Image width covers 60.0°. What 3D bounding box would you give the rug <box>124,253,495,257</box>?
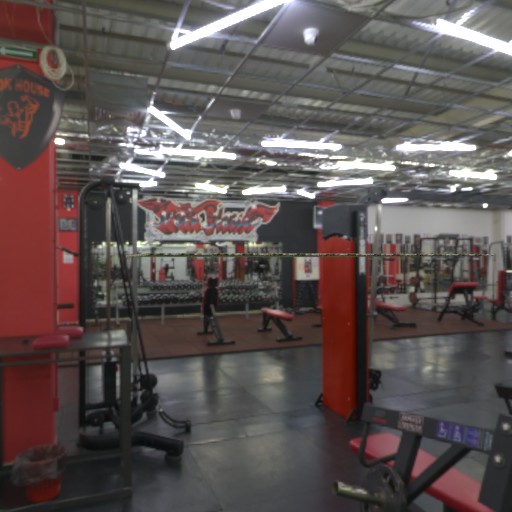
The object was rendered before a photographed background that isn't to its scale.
[{"bbox_3d":[0.000,0.000,2.263,1.247,0.008,1.802,0,0,-18],"label":"rug"}]
